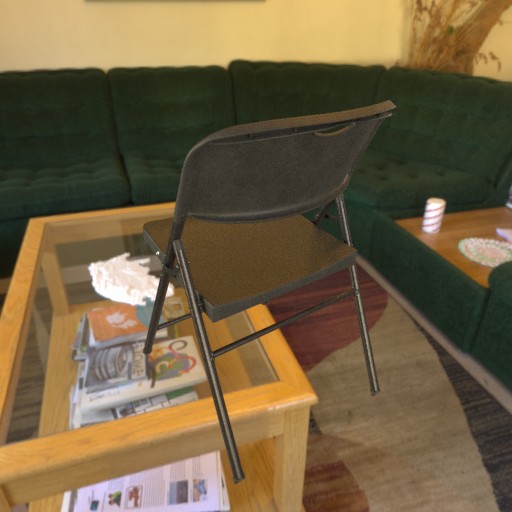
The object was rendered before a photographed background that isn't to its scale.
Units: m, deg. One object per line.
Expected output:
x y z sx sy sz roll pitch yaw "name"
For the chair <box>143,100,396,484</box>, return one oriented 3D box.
0.000 0.000 1.134 0.494 0.810 0.566 -19 35 -30 "chair"
